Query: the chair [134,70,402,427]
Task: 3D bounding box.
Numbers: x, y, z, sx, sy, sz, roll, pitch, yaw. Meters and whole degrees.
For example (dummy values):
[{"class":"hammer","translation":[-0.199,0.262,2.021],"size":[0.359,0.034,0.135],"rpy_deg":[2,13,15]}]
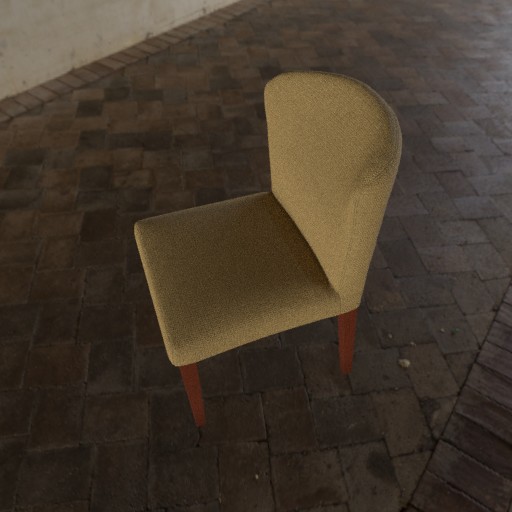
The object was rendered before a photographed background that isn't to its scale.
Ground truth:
[{"class":"chair","translation":[0.000,0.000,1.209],"size":[0.589,0.839,0.491],"rpy_deg":[-15,48,-14]}]
